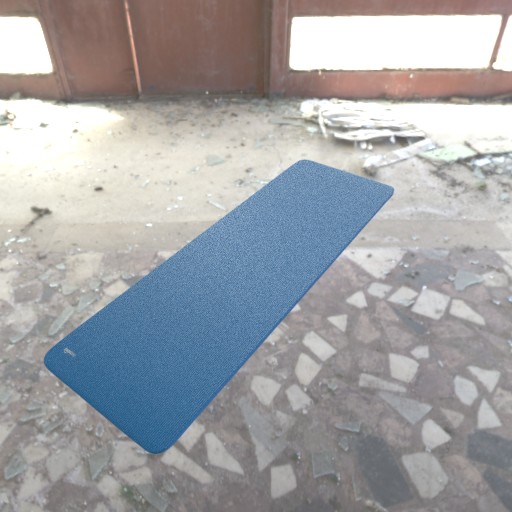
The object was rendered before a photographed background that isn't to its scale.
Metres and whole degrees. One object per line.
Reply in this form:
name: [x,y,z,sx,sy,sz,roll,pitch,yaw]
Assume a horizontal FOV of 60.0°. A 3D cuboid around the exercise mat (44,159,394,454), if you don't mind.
exercise mat: [0.000,0.000,2.038,0.616,0.021,1.869,25,46,26]
